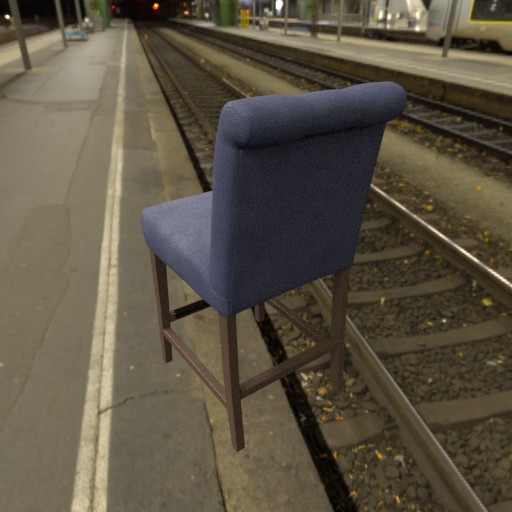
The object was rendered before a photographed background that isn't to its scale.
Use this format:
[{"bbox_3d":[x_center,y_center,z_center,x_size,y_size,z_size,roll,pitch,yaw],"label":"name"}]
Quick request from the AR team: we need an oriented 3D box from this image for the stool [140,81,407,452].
[{"bbox_3d":[0.000,0.000,1.337,0.493,1.010,0.601,-19,34,-30],"label":"stool"}]
